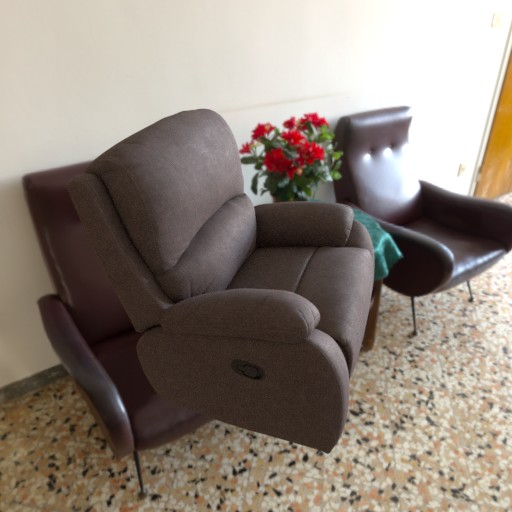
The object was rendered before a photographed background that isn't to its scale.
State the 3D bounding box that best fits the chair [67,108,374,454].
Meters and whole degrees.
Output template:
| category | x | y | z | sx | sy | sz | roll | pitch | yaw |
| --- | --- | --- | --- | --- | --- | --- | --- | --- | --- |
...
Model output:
| category | x | y | z | sx | sy | sz | roll | pitch | yaw |
| --- | --- | --- | --- | --- | --- | --- | --- | --- | --- |
| chair | 0.000 | 0.000 | 1.722 | 0.899 | 1.011 | 0.930 | 10 | 31 | 16 |
